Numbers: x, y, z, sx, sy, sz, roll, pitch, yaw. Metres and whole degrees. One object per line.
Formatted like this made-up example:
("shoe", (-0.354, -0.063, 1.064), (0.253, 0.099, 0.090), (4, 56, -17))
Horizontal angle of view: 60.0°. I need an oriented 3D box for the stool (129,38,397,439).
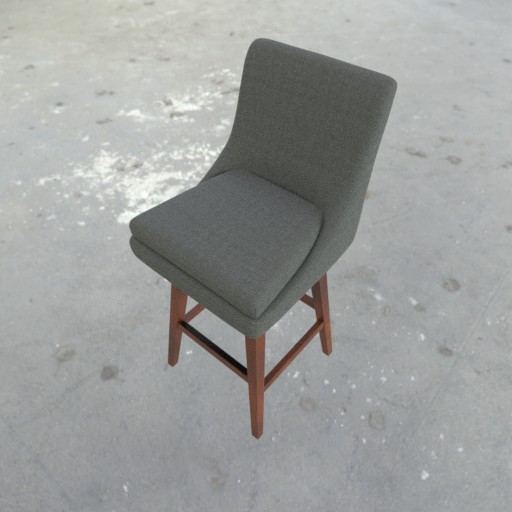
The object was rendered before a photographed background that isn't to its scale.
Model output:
("stool", (0.000, 0.000, 1.258), (0.447, 0.977, 0.524), (31, 53, 27))
